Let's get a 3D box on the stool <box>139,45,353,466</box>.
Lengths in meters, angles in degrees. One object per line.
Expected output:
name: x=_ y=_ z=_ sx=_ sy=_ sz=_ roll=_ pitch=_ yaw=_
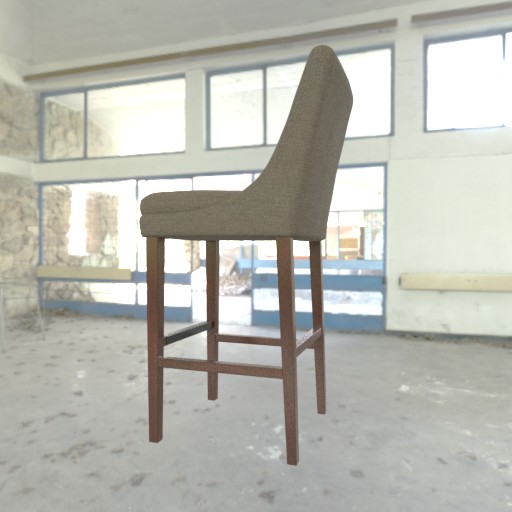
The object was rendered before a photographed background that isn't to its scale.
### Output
stool: x=0.000 y=0.000 z=1.393 sx=0.577 sy=1.078 sz=0.470 roll=0 pitch=0 yaw=20
